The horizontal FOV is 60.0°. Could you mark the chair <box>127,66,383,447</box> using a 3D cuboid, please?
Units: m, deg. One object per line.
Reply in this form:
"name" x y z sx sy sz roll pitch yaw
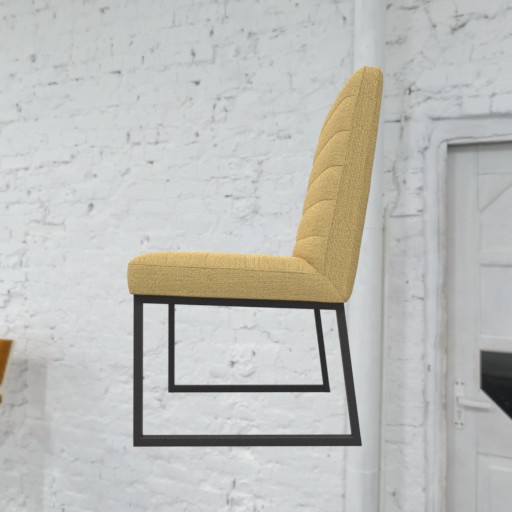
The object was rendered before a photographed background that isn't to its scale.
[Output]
"chair" 0.000 0.000 1.311 0.634 0.930 0.520 0 -1 0
